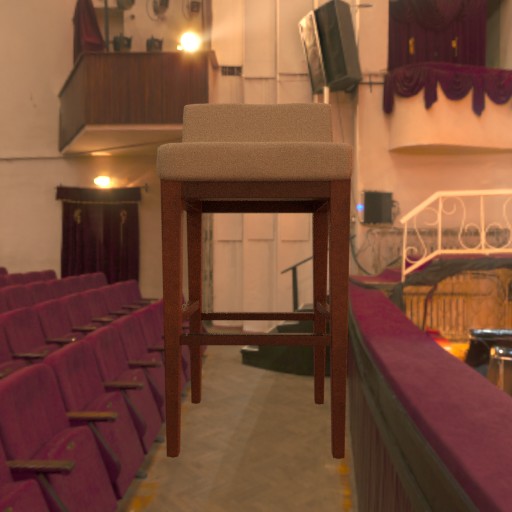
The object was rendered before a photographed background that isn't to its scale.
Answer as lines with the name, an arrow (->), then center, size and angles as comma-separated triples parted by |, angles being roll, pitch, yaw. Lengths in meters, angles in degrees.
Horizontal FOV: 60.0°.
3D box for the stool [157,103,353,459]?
stool -> 0.000, 0.000, 1.354 | 0.511, 1.037, 0.500 | 0, 1, 1
